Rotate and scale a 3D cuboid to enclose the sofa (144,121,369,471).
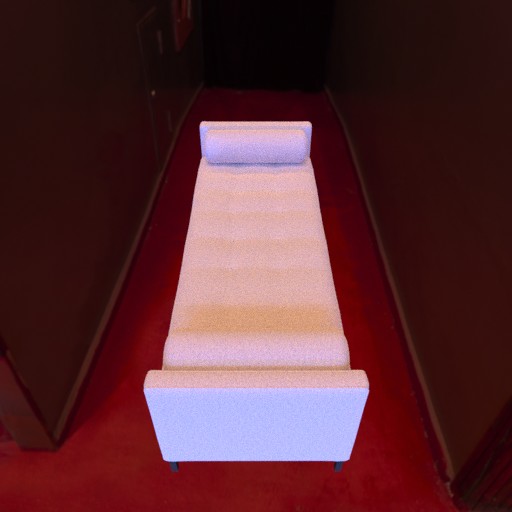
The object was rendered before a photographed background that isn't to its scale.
[{"bbox_3d":[0.000,0.000,2.335,0.746,0.641,1.985,0,41,0],"label":"sofa"}]
